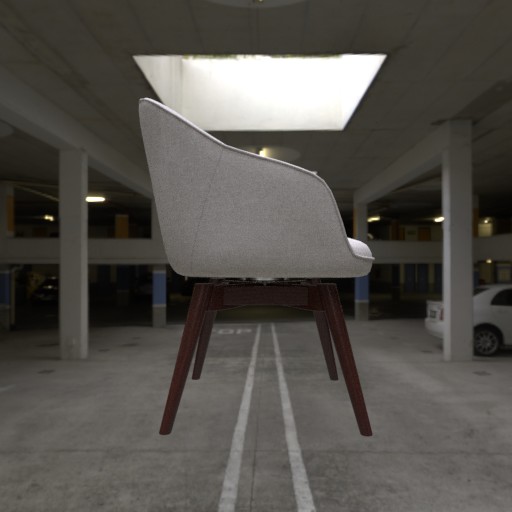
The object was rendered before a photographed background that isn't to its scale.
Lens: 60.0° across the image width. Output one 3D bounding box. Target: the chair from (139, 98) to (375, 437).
[{"bbox_3d":[0.000,0.000,1.256,0.635,0.823,0.596,0,0,1],"label":"chair"}]
